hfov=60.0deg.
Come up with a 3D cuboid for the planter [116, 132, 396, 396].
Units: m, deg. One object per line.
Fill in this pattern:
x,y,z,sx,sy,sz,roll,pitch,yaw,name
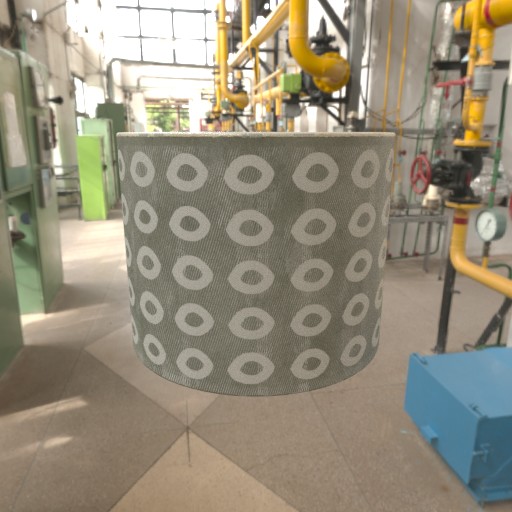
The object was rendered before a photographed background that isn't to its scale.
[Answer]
0.000,0.000,0.338,0.190,0.181,0.190,0,15,0,planter
